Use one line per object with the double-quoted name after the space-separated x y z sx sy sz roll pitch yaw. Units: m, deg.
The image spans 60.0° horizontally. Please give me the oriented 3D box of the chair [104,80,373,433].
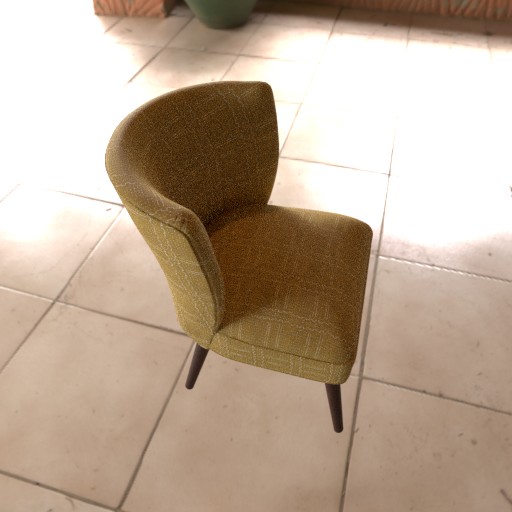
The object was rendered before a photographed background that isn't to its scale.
0.000 0.000 1.422 0.758 0.866 0.706 11 47 10 "chair"
